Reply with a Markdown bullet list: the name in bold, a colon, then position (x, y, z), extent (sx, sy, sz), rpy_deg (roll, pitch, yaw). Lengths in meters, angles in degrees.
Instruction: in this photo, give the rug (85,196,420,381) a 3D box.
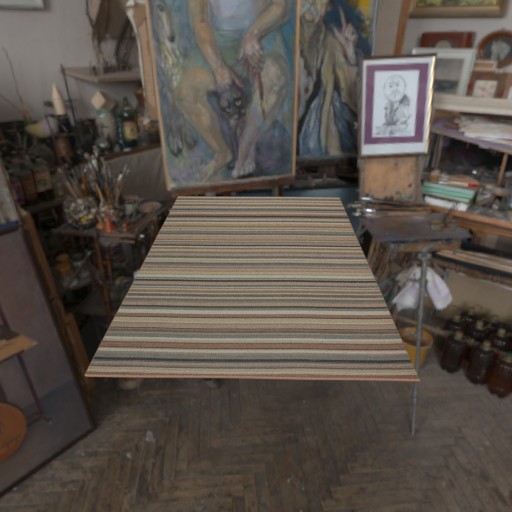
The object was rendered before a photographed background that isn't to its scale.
- **rug**: position (0.000, 0.000, 3.092), extent (1.523, 0.014, 2.438), rpy_deg (0, 27, 1)
